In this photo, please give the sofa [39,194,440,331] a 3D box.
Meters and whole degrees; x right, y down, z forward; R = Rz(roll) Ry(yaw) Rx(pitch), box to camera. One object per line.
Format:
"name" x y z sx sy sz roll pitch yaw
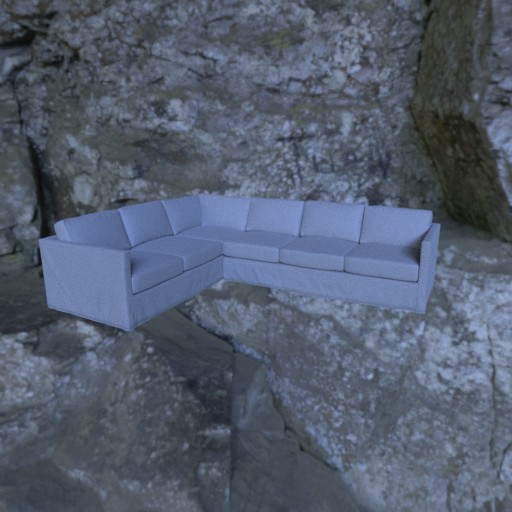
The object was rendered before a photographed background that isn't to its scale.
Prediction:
"sofa" 0.000 0.000 4.399 3.182 0.871 2.432 8 17 26
